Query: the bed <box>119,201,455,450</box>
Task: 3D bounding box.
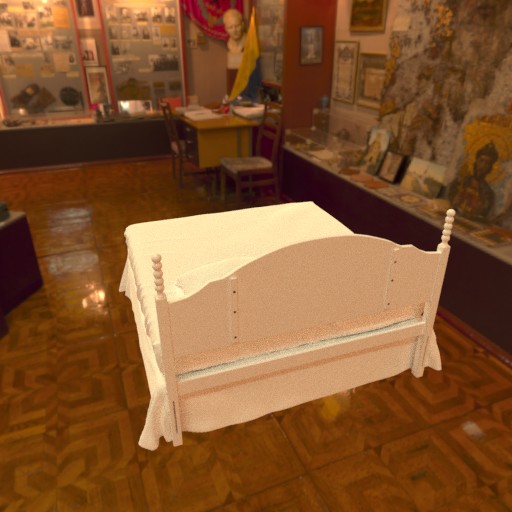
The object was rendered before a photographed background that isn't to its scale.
[{"bbox_3d":[0.000,0.000,3.729,2.322,1.355,2.219,-9,28,-18],"label":"bed"}]
